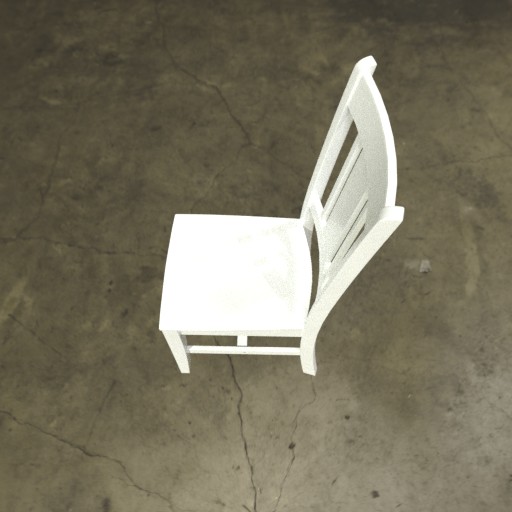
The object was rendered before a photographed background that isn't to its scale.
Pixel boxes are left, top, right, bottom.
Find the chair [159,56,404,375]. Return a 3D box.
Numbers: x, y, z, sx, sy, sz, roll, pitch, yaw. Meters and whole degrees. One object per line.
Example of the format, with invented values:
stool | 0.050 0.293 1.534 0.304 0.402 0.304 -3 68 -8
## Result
chair | 0.000 0.000 1.297 0.555 0.998 0.450 1 59 1
